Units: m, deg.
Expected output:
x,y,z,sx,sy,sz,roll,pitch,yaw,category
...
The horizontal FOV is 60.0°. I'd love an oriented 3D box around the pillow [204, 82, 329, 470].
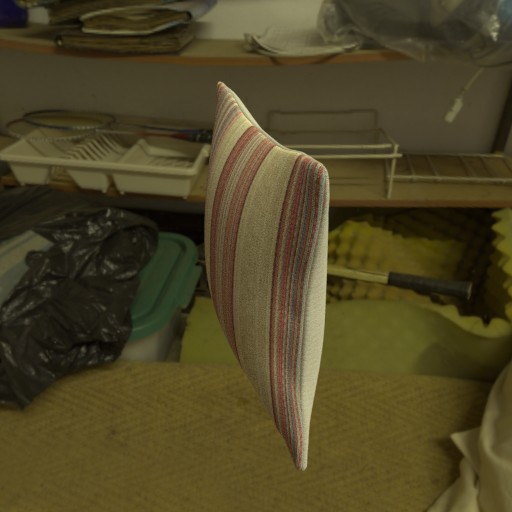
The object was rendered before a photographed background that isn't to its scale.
x,y,z,sx,sy,sz,roll,pitch,yaw,category
0.000,0.000,0.652,0.136,0.419,0.437,-8,32,-14,pillow
